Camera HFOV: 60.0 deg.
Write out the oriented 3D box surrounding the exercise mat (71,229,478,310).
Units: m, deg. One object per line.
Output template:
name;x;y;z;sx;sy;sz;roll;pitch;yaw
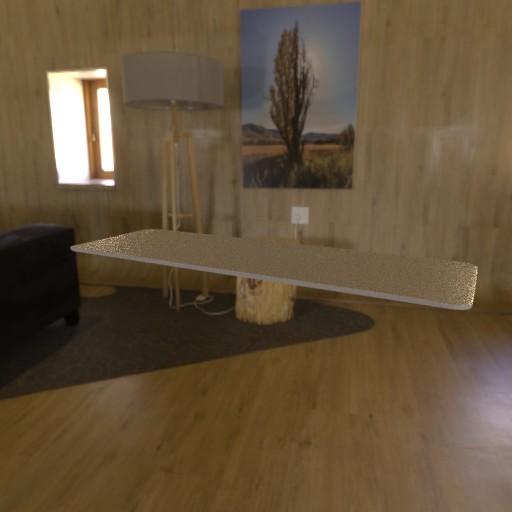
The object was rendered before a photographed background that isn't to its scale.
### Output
exercise mat;0.000;0.000;2.103;1.884;0.021;0.616;7;15;27
